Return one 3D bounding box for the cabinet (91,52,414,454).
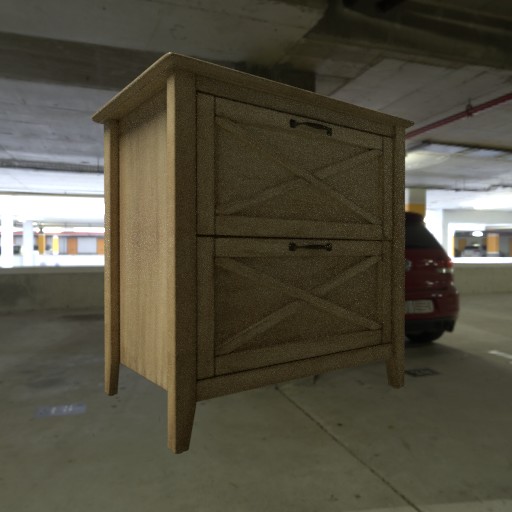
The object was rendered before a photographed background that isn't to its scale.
[{"bbox_3d":[0.000,0.000,1.243,0.763,0.762,0.503,-1,1,-36],"label":"cabinet"}]
